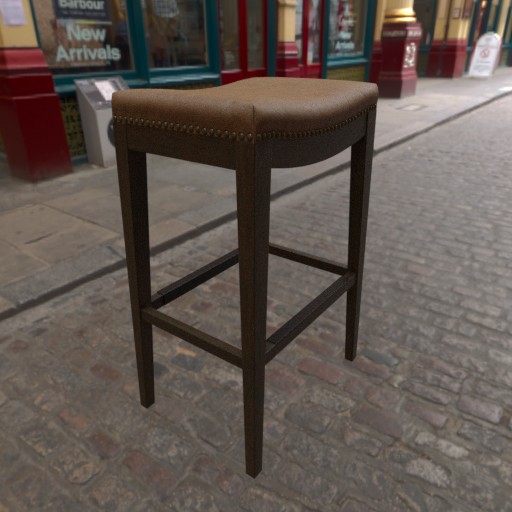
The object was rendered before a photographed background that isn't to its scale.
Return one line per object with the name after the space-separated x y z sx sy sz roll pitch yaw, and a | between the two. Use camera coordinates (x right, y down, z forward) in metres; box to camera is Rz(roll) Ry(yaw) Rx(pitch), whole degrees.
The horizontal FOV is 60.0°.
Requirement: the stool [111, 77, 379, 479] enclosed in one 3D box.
0.000 0.000 1.050 0.361 0.759 0.500 18 31 32 | stool
